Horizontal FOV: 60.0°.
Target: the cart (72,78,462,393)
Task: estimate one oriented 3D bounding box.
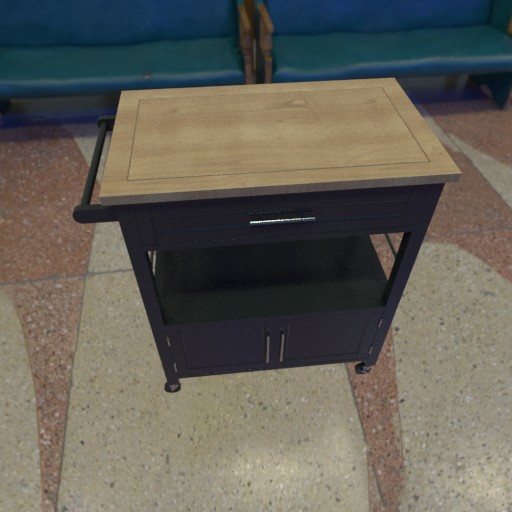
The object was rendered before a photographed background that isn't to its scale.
[{"bbox_3d":[0.000,0.000,1.400,0.840,0.901,0.459,-4,47,-4],"label":"cart"}]
